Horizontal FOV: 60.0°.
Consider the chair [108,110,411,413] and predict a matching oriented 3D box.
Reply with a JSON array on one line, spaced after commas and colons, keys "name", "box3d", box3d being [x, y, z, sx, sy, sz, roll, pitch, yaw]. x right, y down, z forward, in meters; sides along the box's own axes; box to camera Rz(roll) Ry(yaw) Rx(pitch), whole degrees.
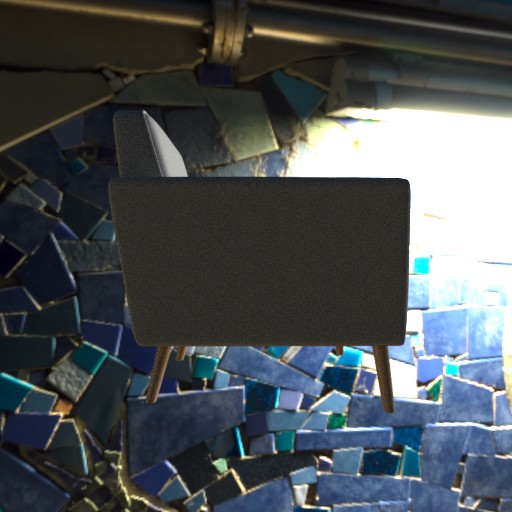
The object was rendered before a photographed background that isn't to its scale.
[{"name": "chair", "box3d": [0.000, 0.000, 1.430, 0.750, 0.780, 0.780, 0, 0, 0]}]
